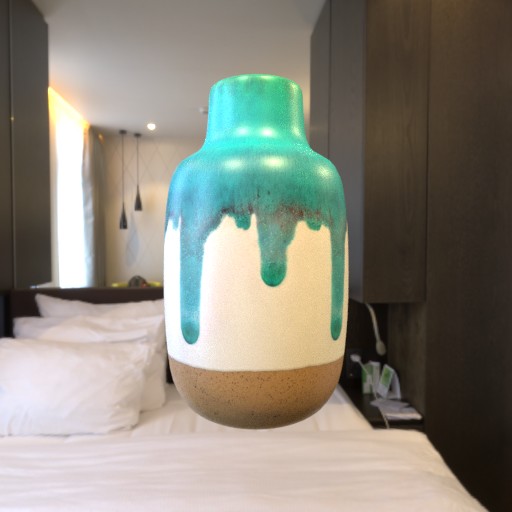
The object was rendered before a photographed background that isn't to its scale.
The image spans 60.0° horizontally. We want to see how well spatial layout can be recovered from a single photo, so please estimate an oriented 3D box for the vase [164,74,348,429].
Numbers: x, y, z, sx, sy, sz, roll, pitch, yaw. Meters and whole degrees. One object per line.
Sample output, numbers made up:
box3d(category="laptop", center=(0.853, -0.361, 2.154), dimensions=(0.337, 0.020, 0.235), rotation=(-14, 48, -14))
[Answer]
box3d(category="vase", center=(0.000, 0.000, 0.259), dimensions=(0.106, 0.192, 0.106), rotation=(0, 2, 0))
